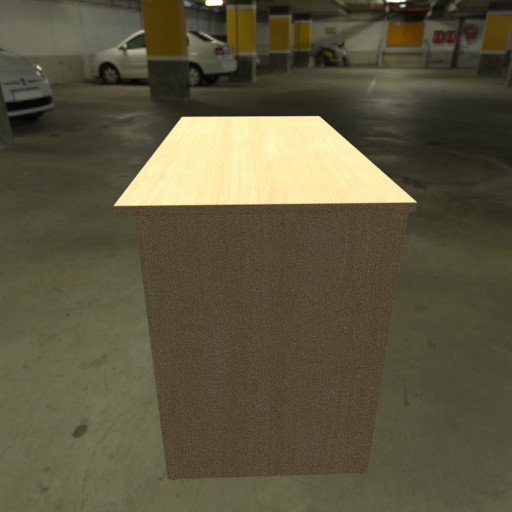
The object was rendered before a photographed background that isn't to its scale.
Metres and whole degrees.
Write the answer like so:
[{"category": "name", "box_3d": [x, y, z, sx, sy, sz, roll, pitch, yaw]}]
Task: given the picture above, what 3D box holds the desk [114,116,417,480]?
[{"category": "desk", "box_3d": [0.000, 0.000, 1.469, 0.560, 0.735, 1.097, -1, 26, -2]}]
